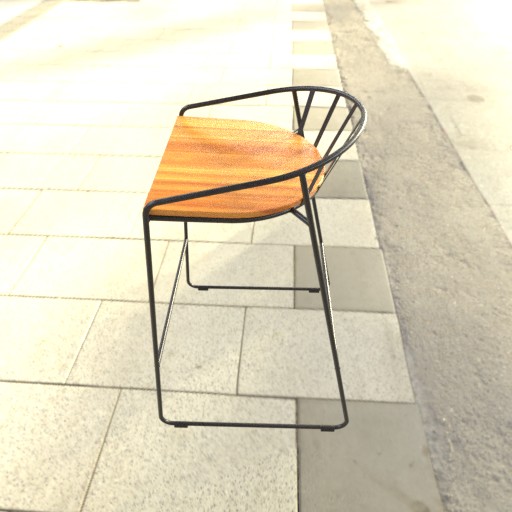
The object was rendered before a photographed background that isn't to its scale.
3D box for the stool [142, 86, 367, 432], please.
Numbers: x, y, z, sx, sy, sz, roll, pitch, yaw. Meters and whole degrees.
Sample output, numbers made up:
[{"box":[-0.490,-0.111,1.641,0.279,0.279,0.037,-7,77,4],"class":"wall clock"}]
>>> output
[{"box":[0.000,0.000,1.171,0.521,0.812,0.546,1,42,1],"class":"stool"}]
